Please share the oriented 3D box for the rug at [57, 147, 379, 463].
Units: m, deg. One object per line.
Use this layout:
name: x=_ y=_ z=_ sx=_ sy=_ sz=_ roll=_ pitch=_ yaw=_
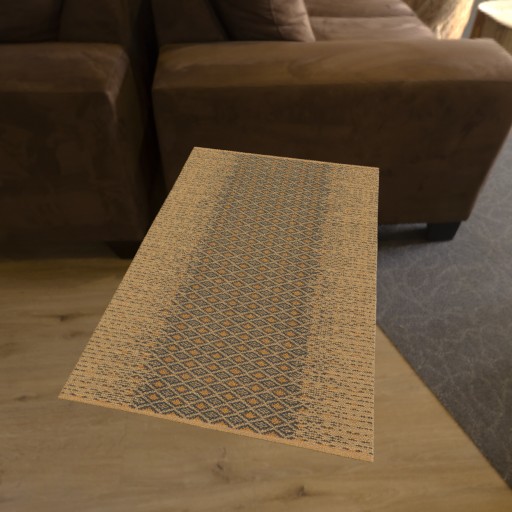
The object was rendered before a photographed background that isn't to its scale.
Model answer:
rug: x=0.000 y=0.000 z=2.275 sx=1.219 sy=0.005 sz=1.828 roll=8 pitch=47 yaw=8
